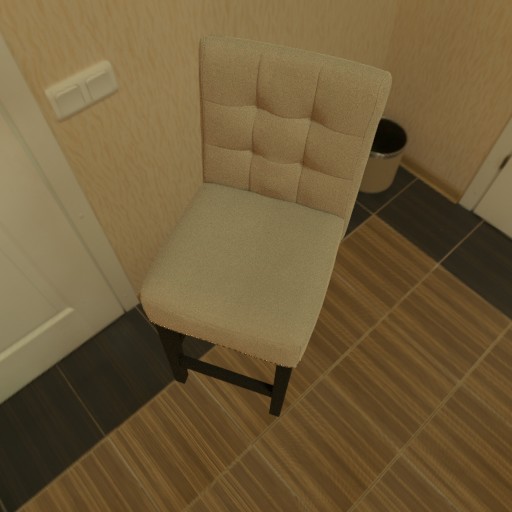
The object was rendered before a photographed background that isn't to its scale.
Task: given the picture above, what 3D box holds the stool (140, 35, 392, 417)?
[{"bbox_3d":[0.000,0.000,1.186,0.427,0.885,0.571,16,60,10],"label":"stool"}]
